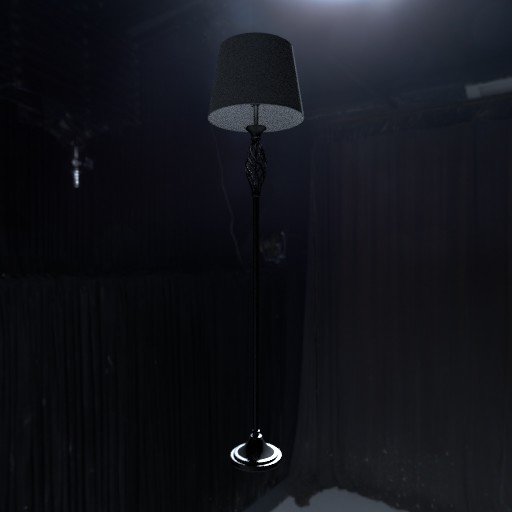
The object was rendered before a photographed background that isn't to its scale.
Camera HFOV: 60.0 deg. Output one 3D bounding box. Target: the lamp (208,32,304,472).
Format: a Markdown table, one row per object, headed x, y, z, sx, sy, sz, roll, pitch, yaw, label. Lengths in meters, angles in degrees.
| x | y | z | sx | sy | sz | roll | pitch | yaw | label |
| --- | --- | --- | --- | --- | --- | --- | --- | --- | --- |
| 0.000 | 0.000 | 1.758 | 0.379 | 1.623 | 0.379 | 0 | 1 | 0 | lamp |
